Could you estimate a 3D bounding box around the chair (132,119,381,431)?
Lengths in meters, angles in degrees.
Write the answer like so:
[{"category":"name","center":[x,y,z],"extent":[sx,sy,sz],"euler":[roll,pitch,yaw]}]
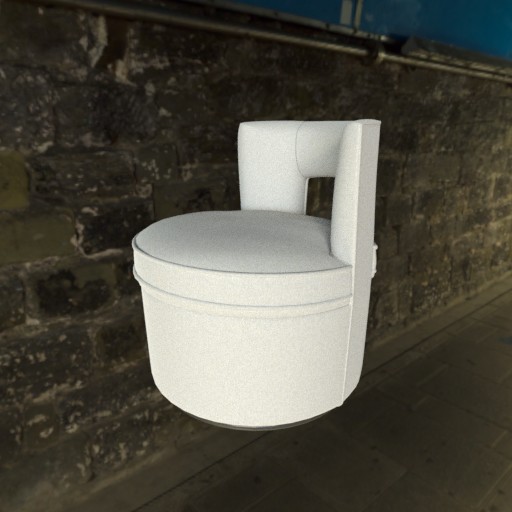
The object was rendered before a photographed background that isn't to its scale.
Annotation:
[{"category":"chair","center":[0.000,0.000,1.230],"extent":[0.665,0.723,0.650],"euler":[-8,18,-25]}]
